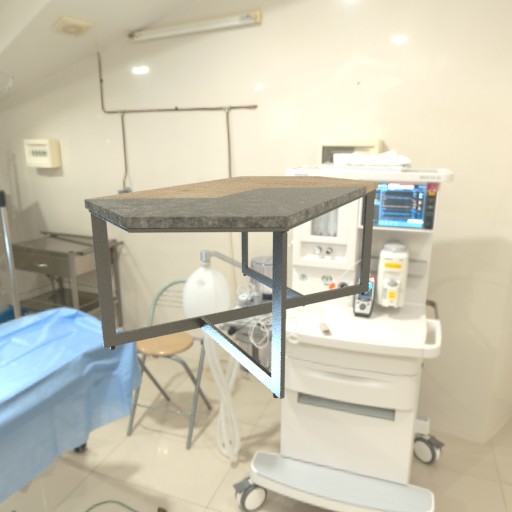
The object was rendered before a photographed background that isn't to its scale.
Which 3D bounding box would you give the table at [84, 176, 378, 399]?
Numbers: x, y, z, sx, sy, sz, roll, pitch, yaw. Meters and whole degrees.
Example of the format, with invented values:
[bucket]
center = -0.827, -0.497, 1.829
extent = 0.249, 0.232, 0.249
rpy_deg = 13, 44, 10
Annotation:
[table]
center = 0.000, 0.000, 1.525
extent = 0.609, 0.457, 1.219
rpy_deg = 7, 16, 26
